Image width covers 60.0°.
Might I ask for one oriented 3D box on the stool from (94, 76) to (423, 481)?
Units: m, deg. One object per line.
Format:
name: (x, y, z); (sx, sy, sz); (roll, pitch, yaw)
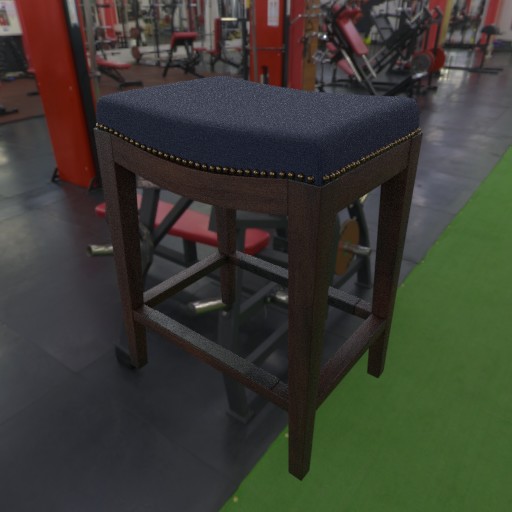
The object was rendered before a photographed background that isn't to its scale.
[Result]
stool: (0.000, 0.000, 0.926); (0.500, 0.642, 0.361); (21, 36, 33)
